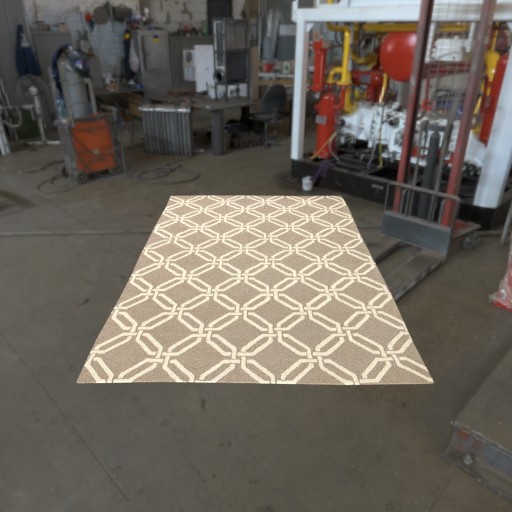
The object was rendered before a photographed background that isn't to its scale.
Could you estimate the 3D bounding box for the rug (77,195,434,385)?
[{"bbox_3d":[0.000,0.000,2.169,1.142,0.010,1.748,0,27,0],"label":"rug"}]
